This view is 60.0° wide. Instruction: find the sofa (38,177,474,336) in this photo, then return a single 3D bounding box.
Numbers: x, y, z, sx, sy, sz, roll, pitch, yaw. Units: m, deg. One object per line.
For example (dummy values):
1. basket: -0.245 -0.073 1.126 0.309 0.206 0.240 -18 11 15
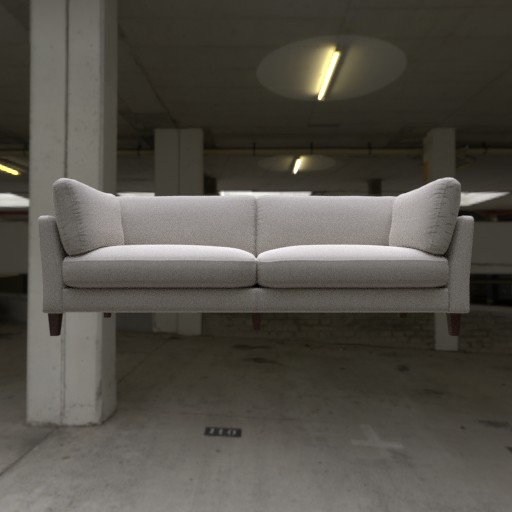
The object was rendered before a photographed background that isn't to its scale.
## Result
1. sofa: 0.000 0.000 2.765 2.301 0.863 0.957 0 -1 0
